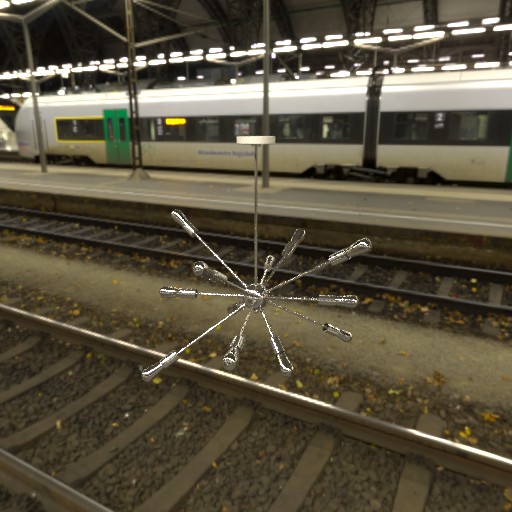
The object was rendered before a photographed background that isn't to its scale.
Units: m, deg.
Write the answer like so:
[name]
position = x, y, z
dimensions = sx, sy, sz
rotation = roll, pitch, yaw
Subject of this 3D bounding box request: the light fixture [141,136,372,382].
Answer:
[light fixture]
position = 0.000, 0.000, 1.072
dimensions = 0.509, 0.558, 0.684
rotation = 2, 16, 8
